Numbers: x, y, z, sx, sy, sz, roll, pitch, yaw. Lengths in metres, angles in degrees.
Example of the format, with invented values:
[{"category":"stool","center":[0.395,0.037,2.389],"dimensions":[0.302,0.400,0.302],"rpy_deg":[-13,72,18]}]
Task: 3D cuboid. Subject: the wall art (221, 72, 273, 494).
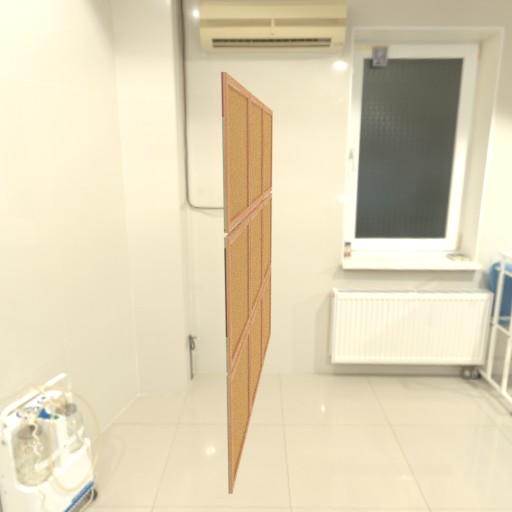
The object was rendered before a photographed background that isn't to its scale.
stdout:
[{"category":"wall art","center":[0.000,0.000,1.811],"dimensions":[0.013,1.220,1.216],"rpy_deg":[2,14,7]}]
